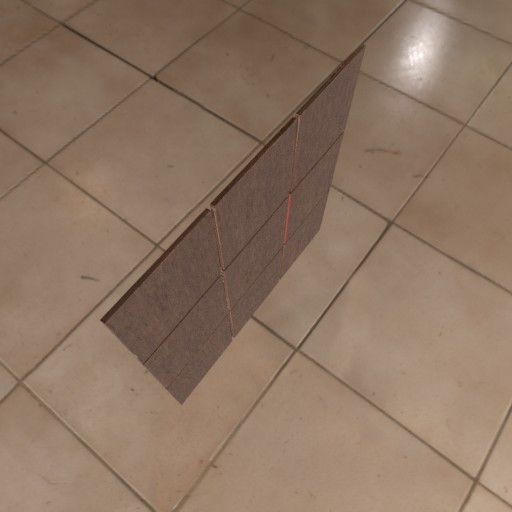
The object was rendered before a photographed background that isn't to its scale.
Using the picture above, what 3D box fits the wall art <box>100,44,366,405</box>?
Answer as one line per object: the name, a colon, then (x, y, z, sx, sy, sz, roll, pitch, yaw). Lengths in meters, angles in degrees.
wall art: (0.000, 0.000, 1.361, 0.013, 0.914, 0.915, 34, 68, 16)
